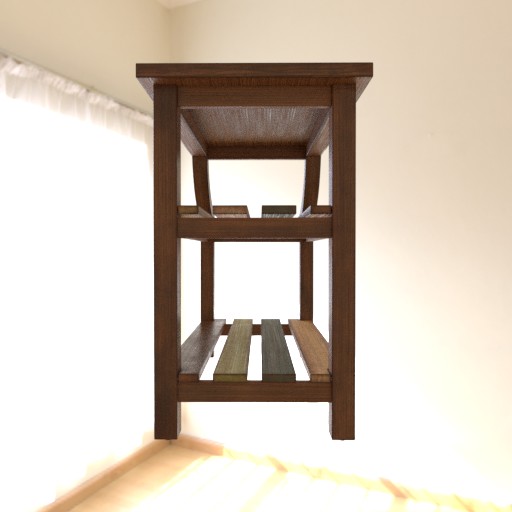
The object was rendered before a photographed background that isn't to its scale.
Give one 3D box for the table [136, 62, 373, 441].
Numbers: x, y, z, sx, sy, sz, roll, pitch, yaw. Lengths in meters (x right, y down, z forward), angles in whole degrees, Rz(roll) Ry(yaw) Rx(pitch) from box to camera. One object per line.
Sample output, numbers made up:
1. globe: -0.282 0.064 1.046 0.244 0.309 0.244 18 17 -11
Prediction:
1. table: 0.000 0.000 0.969 0.356 0.584 0.609 0 1 1
